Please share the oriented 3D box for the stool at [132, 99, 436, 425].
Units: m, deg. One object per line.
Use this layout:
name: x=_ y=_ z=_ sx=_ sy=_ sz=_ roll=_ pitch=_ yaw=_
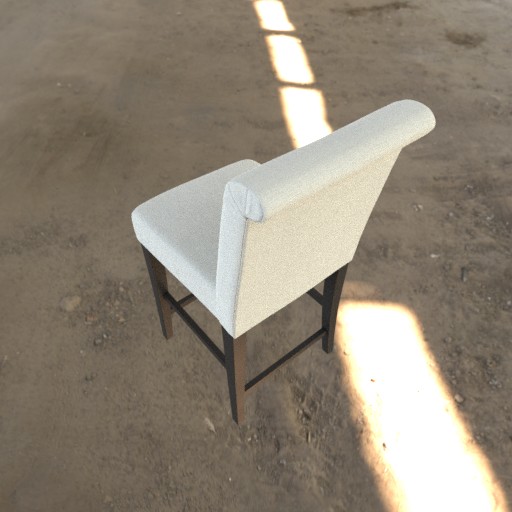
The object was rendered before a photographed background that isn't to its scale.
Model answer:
stool: x=0.000 y=0.000 z=1.259 sx=0.452 sy=0.976 sz=0.597 roll=-30 pitch=53 yaw=-27
